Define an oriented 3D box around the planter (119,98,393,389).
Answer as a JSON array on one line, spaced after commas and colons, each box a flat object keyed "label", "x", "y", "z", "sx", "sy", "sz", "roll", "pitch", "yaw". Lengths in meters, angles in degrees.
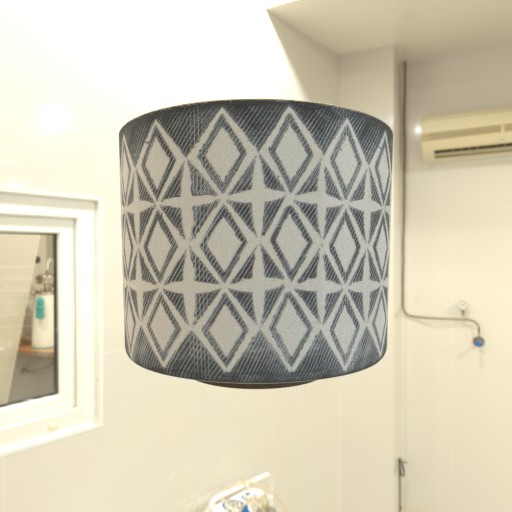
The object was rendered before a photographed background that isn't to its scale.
[{"label": "planter", "x": 0.000, "y": 0.000, "z": 0.326, "sx": 0.192, "sy": 0.165, "sz": 0.192, "roll": 0, "pitch": 0, "yaw": 0}]
